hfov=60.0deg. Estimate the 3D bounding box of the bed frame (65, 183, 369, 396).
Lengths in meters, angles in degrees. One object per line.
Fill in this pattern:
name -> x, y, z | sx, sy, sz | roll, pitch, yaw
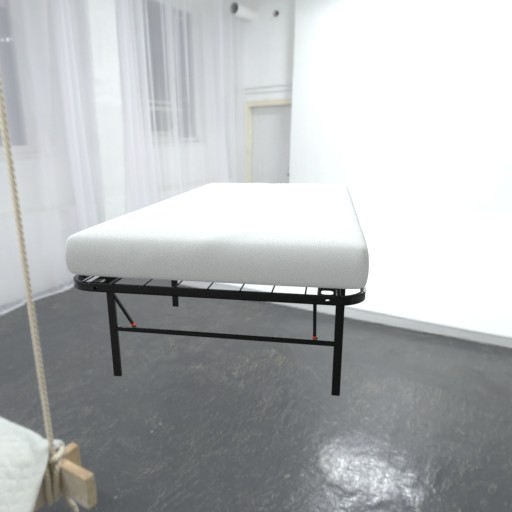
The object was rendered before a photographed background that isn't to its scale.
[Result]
bed frame -> 0.000, 0.000, 2.321 | 0.989, 0.619, 1.903 | 2, 15, 9
